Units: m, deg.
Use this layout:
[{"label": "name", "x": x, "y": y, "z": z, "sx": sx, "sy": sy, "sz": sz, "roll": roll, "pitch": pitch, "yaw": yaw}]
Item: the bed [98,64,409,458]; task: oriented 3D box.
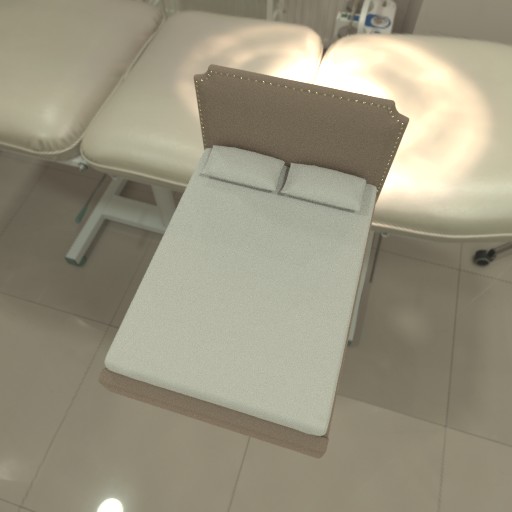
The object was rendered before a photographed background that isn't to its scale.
[{"label": "bed", "x": 0.000, "y": 0.000, "z": 3.402, "sx": 1.713, "sy": 1.443, "sz": 2.372, "roll": 15, "pitch": 61, "yaw": 8}]
